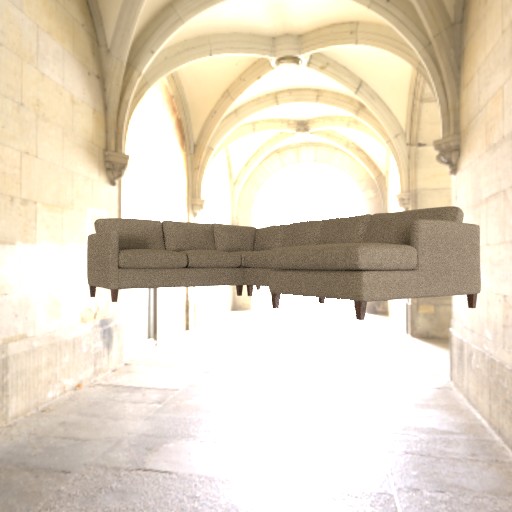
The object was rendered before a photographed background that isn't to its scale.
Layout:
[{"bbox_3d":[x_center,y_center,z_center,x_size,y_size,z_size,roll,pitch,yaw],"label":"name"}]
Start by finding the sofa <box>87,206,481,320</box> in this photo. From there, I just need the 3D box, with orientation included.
[{"bbox_3d":[0.000,0.000,4.636,2.593,0.959,3.460,1,-1,-35],"label":"sofa"}]
